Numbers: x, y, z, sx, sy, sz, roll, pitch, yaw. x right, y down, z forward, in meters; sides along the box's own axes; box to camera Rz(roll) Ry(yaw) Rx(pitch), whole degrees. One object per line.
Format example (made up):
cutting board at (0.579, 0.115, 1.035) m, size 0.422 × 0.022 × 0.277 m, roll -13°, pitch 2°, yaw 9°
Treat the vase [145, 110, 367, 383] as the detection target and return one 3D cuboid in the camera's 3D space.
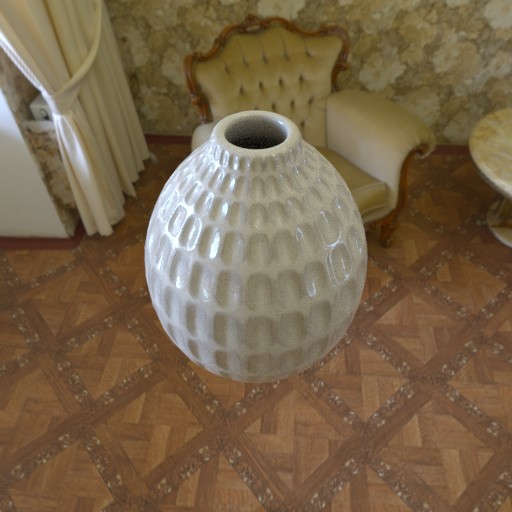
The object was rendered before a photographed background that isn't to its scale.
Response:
vase at (0.000, 0.000, 0.260) m, size 0.128 × 0.167 × 0.128 m, roll 0°, pitch 47°, yaw 0°
